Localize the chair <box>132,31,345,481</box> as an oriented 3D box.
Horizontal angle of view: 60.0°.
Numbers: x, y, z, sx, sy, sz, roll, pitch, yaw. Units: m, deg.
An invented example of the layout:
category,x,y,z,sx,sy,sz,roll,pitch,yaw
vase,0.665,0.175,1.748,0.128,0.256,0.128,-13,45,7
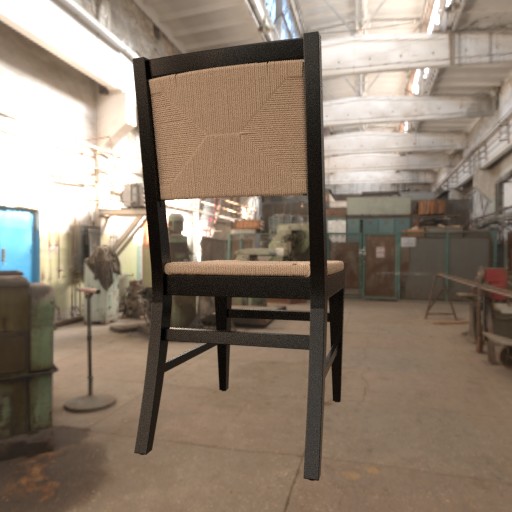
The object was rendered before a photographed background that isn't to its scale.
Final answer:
category,x,y,z,sx,sy,sz,roll,pitch,yaw
chair,0.000,0.000,1.222,0.437,0.927,0.552,0,0,17
